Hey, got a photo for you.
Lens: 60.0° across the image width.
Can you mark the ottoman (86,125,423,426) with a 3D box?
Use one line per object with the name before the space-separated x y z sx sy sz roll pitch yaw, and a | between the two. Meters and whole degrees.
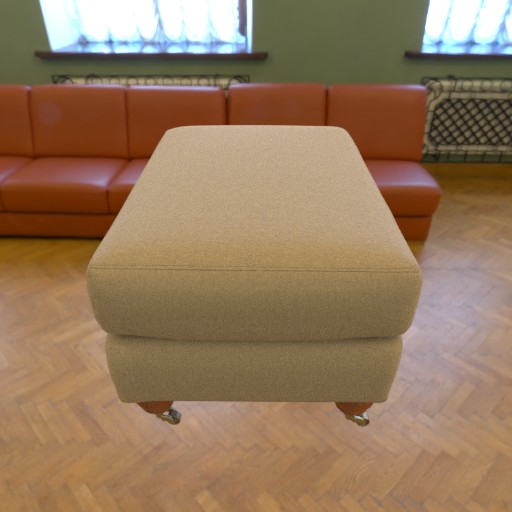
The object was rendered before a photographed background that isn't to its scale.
ottoman | 0.000 0.000 1.125 0.574 0.497 0.773 0 33 1
